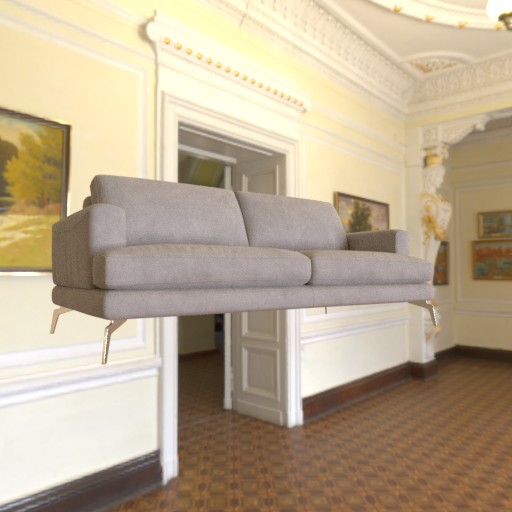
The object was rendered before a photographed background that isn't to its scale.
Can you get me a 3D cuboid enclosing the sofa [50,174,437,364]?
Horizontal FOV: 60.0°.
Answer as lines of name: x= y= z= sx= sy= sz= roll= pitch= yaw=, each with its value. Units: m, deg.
sofa: x=0.000 y=0.000 z=2.527 sx=2.013 sy=0.830 sz=0.980 roll=1 pitch=-3 yaw=-35
